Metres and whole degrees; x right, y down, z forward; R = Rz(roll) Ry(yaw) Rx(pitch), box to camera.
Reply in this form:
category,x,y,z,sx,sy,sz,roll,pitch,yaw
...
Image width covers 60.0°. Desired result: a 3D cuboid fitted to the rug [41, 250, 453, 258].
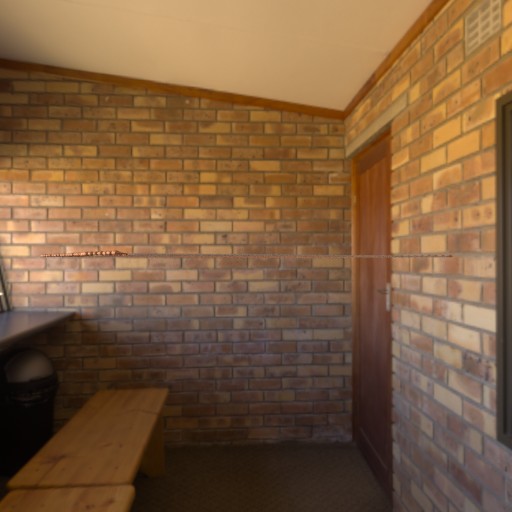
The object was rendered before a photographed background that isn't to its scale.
category,x,y,z,sx,sy,sz,roll,pitch,yaw
rug,0.000,0.000,2.581,2.092,0.017,1.232,0,-1,-36
